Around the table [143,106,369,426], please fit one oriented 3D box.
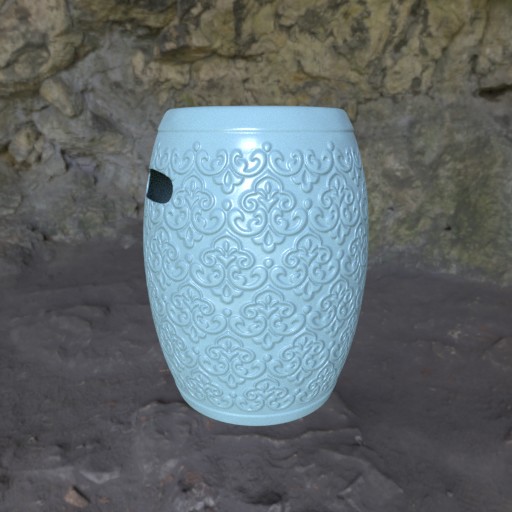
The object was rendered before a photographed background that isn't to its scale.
[{"bbox_3d":[0.000,0.000,0.632,0.309,0.397,0.309,0,16,0],"label":"table"}]
